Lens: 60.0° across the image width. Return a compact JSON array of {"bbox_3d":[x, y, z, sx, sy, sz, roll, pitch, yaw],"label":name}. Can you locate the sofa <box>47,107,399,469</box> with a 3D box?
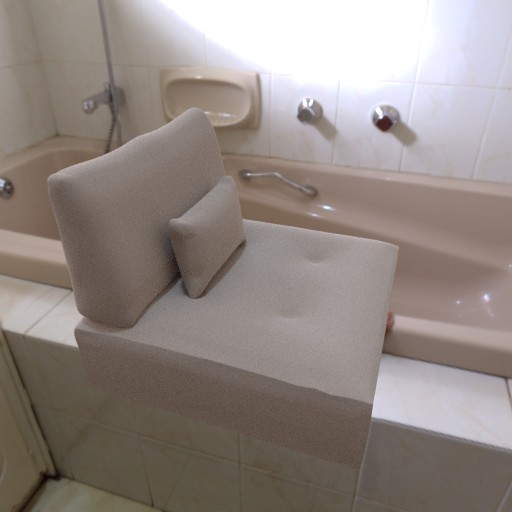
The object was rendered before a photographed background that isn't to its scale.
[{"bbox_3d":[0.000,0.000,1.644,1.000,0.828,0.935,10,32,17],"label":"sofa"}]
